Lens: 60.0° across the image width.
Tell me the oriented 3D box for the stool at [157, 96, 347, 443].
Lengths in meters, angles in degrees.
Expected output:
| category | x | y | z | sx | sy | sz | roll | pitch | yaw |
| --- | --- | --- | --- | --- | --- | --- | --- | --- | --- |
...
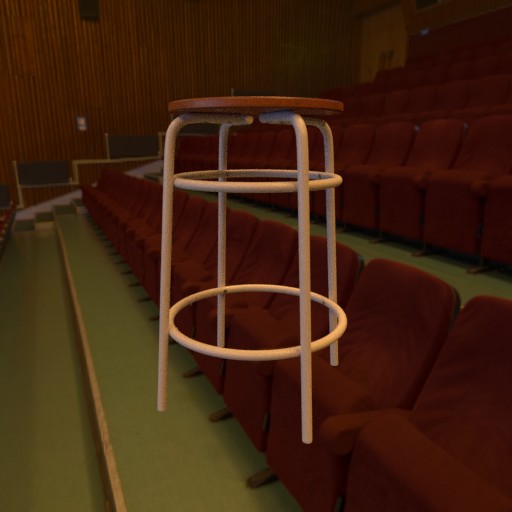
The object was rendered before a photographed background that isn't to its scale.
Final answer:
| category | x | y | z | sx | sy | sz | roll | pitch | yaw |
| --- | --- | --- | --- | --- | --- | --- | --- | --- | --- |
| stool | 0.000 | 0.000 | 0.940 | 0.455 | 0.610 | 0.455 | -7 | 16 | -25 |
